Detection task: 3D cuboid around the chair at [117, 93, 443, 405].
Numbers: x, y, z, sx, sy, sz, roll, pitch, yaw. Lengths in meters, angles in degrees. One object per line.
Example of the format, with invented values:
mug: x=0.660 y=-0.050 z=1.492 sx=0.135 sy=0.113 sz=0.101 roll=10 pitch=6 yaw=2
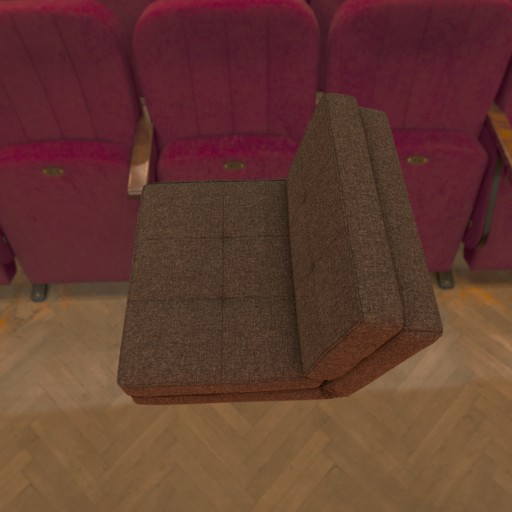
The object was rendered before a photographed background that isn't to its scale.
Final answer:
chair: x=0.000 y=0.000 z=1.332 sx=0.800 sy=0.615 sz=0.740 roll=-1 pitch=59 yaw=-1
